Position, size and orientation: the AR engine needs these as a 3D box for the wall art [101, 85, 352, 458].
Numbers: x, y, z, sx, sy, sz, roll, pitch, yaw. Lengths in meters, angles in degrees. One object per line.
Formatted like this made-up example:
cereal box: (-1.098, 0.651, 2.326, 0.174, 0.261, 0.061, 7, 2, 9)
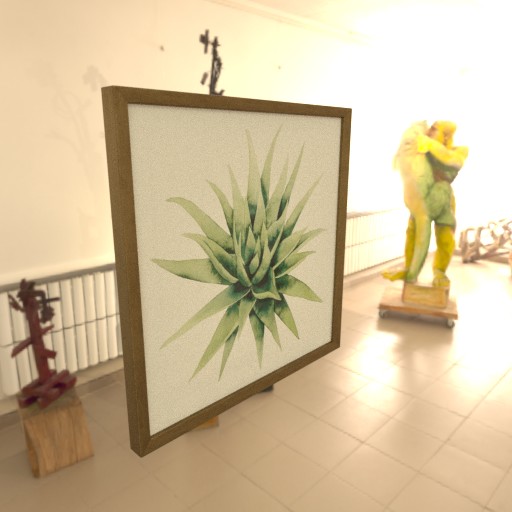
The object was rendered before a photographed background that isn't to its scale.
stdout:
wall art: (0.000, 0.000, 0.760, 0.030, 0.506, 0.503, 14, 20, 43)
